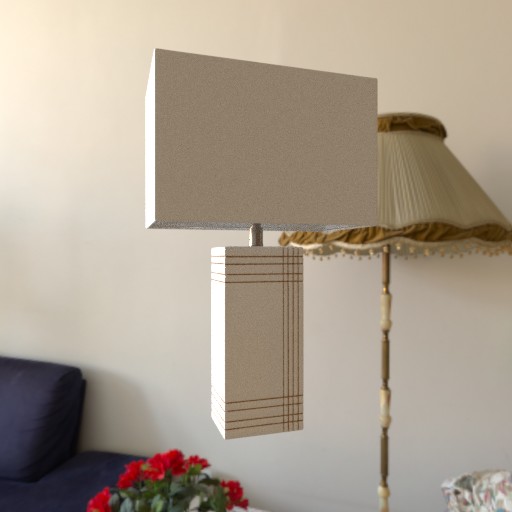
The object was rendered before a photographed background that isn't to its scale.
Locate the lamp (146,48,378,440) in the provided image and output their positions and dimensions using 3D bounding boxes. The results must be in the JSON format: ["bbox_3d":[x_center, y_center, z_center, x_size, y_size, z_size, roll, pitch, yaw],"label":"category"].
[{"bbox_3d":[0.000,0.000,0.713,0.334,0.543,0.182,0,0,-17],"label":"lamp"}]
